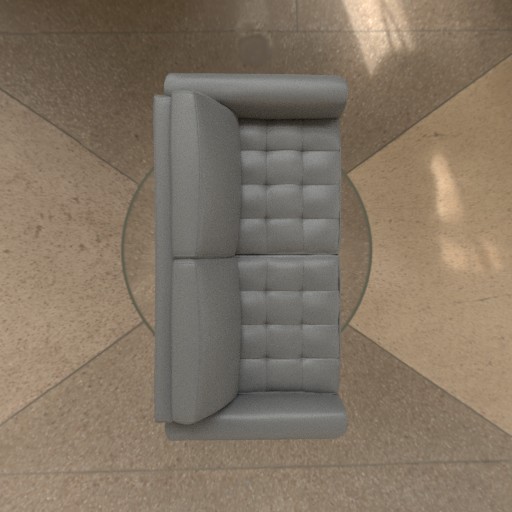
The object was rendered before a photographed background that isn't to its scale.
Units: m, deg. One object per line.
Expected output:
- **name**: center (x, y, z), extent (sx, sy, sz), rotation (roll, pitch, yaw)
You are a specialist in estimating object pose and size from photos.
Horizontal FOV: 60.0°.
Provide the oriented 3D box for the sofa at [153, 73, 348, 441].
- **sofa**: center (0.000, 0.000, 2.730), extent (1.121, 0.930, 2.177), rotation (0, 91, -1)
